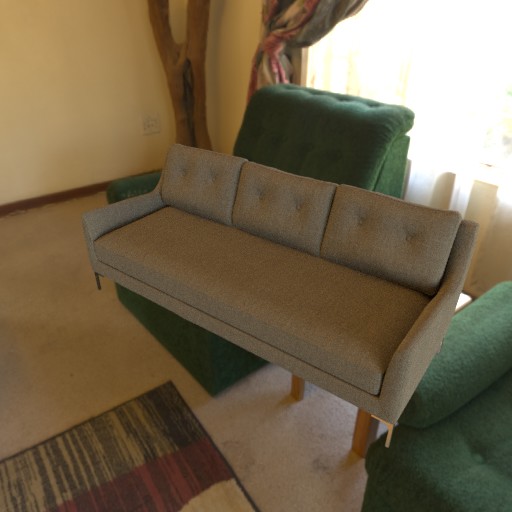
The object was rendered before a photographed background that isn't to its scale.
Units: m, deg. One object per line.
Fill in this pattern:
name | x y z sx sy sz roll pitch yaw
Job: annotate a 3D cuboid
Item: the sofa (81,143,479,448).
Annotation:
sofa | 0.000 0.000 2.499 2.060 0.837 0.849 21 36 31
